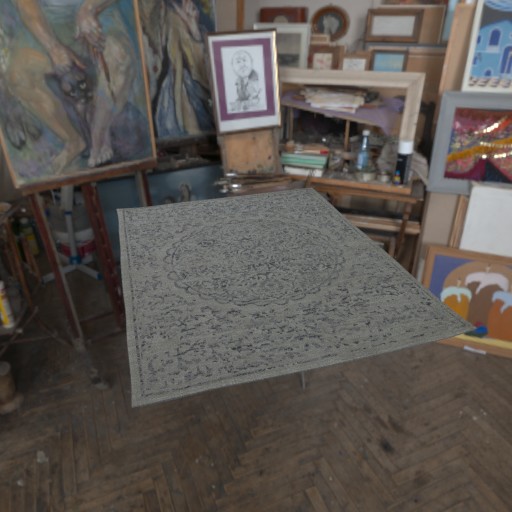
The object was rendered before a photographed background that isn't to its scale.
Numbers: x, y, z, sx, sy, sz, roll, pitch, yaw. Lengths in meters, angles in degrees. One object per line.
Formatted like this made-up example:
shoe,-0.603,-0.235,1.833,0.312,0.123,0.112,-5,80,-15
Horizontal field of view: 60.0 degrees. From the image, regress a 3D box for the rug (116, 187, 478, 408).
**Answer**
rug,0.000,0.000,3.992,2.343,0.026,2.925,-9,31,-15
